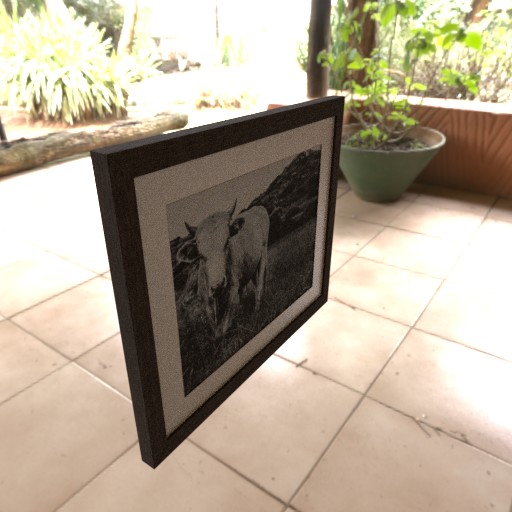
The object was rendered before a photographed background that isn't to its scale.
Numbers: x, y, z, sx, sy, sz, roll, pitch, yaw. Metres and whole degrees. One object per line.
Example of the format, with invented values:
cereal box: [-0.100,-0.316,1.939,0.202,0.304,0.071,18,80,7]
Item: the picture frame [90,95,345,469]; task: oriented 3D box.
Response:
picture frame: [0.000,0.000,0.741,0.026,0.455,0.546,17,32,31]
